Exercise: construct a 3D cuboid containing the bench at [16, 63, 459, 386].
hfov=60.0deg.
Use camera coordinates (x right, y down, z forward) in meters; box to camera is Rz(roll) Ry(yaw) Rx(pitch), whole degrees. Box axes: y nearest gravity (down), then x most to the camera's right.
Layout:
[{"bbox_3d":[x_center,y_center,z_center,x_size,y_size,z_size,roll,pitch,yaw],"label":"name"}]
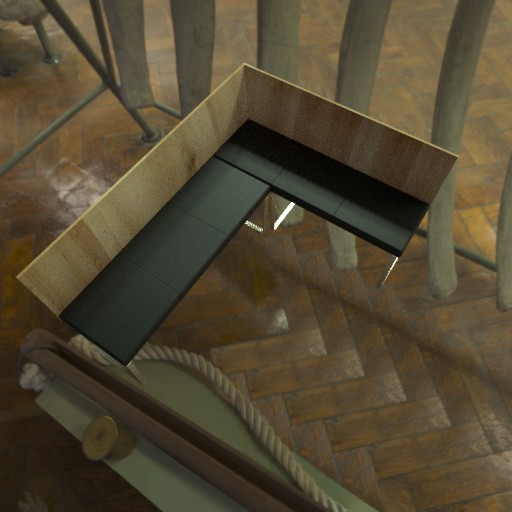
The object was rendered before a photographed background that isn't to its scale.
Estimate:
[{"bbox_3d":[0.000,0.000,2.738,1.495,0.930,1.945,30,64,16],"label":"bench"}]
